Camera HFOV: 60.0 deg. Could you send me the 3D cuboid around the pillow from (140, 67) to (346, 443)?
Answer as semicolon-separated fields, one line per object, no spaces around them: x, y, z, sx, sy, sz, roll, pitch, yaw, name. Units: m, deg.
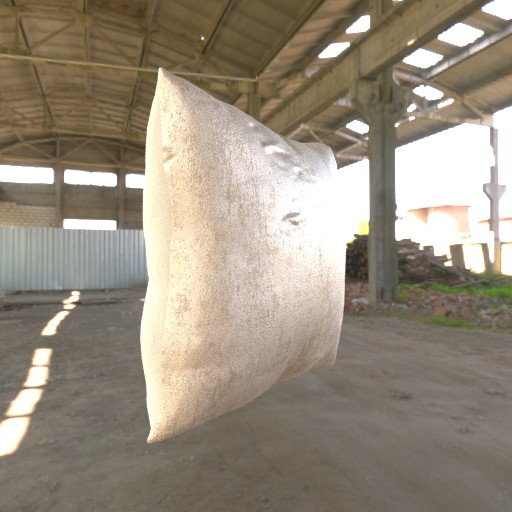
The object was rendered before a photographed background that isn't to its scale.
0.000;0.000;0.710;0.245;0.448;0.450;-1;-1;37;pillow
